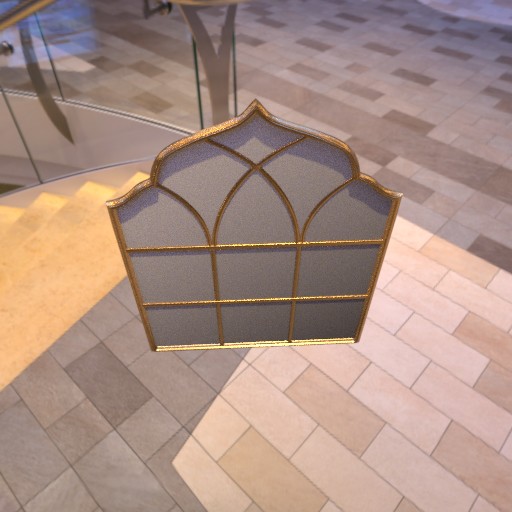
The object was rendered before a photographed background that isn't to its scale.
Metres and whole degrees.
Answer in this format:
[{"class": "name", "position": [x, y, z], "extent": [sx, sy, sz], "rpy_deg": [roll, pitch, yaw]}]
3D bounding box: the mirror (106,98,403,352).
[{"class": "mirror", "position": [0.000, 0.000, 0.860], "extent": [0.513, 0.635, 0.018], "rpy_deg": [-2, 46, -2]}]
